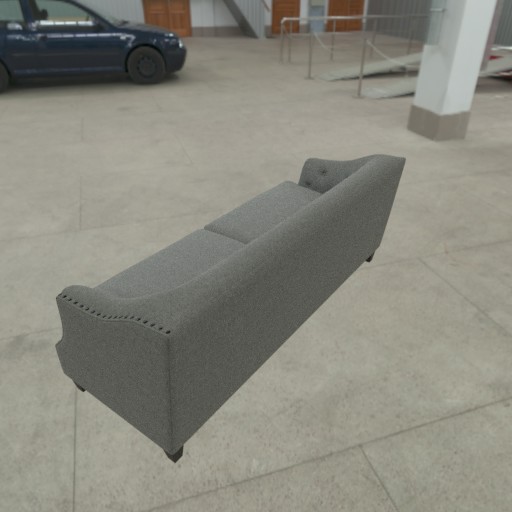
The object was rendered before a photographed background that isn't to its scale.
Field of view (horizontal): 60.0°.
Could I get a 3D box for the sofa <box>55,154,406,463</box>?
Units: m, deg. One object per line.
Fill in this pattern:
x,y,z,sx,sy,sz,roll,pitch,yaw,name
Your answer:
0.000,0.000,2.698,0.914,0.901,2.235,21,38,30,sofa
